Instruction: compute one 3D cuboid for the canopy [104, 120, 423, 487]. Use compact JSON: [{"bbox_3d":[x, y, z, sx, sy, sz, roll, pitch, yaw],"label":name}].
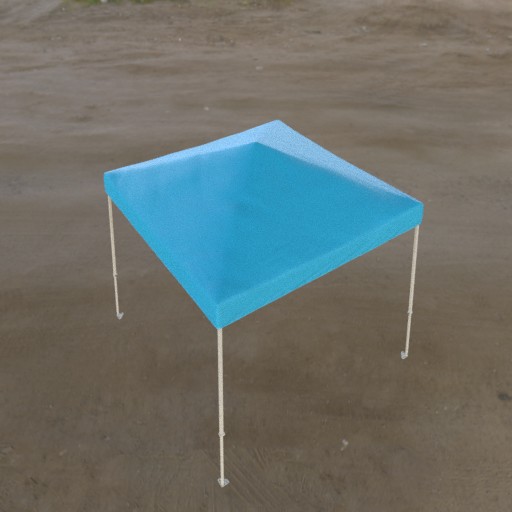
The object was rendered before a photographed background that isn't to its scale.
[{"bbox_3d":[0.000,0.000,6.459,3.599,3.600,3.600,-25,47,-26],"label":"canopy"}]
